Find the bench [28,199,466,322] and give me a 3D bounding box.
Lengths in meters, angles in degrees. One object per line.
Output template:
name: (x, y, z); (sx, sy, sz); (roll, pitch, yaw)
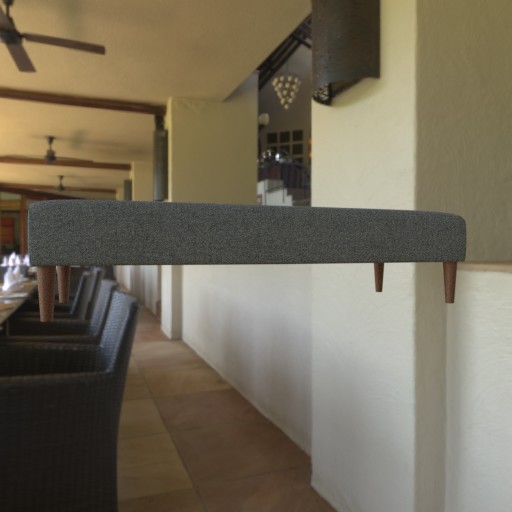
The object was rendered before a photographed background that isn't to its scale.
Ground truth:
bench: (0.000, 0.000, 1.817); (1.598, 0.384, 0.631); (0, 1, -18)
